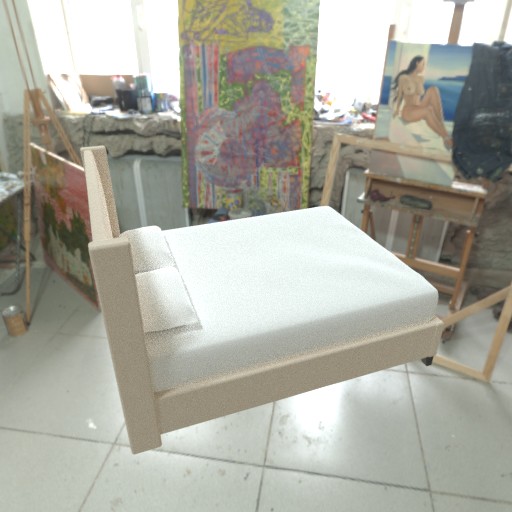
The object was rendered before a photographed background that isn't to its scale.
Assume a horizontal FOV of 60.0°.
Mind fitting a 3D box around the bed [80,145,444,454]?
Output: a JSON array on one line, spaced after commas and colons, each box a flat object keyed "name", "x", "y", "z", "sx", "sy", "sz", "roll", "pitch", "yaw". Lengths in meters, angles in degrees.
[{"name": "bed", "x": 0.000, "y": 0.000, "z": 3.462, "sx": 2.293, "sy": 1.471, "sz": 1.778, "roll": -10, "pitch": 31, "yaw": -17}]
